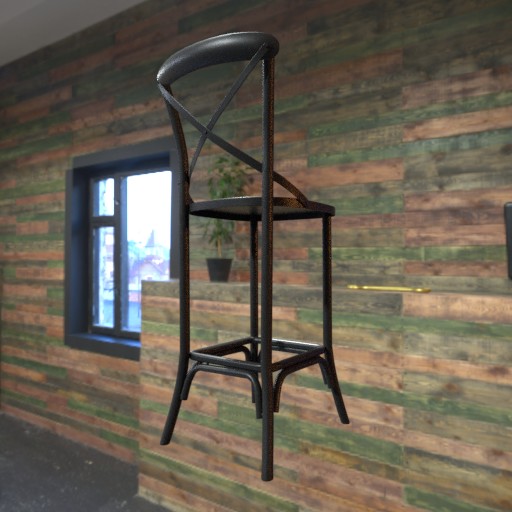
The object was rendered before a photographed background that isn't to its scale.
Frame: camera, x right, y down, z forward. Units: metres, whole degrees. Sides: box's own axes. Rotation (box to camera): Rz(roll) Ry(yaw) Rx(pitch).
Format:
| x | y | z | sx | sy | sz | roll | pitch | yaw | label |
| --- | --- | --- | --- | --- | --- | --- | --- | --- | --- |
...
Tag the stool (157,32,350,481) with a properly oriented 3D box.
| x | y | z | sx | sy | sz | roll | pitch | yaw | label |
| --- | --- | --- | --- | --- | --- | --- | --- | --- | --- |
| 0.000 | 0.000 | 1.446 | 0.457 | 1.168 | 0.584 | 0 | -1 | 35 | stool |
